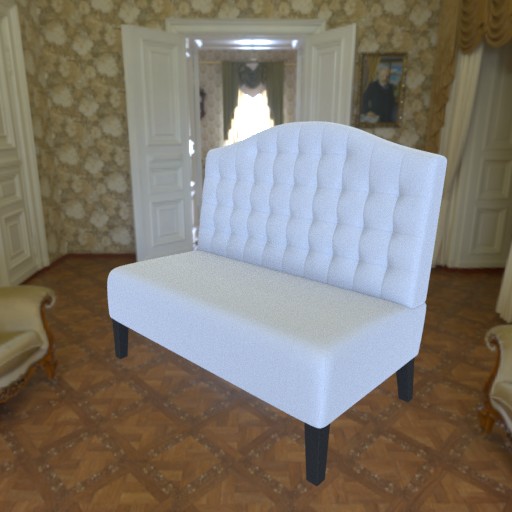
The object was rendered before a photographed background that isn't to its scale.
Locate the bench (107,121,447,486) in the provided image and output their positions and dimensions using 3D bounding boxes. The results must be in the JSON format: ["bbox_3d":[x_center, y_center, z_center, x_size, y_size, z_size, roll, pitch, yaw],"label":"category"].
[{"bbox_3d":[0.000,0.000,2.003,1.335,1.180,0.815,14,20,42],"label":"bench"}]
